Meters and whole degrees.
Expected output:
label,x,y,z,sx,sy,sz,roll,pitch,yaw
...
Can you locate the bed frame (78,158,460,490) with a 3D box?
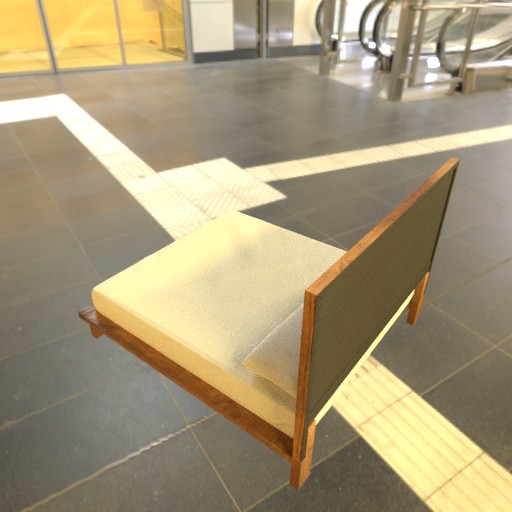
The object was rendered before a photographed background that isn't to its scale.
label,x,y,z,sx,sy,sz,roll,pitch,yaw
bed frame,0.000,0.000,3.583,2.235,1.537,2.038,23,40,31
